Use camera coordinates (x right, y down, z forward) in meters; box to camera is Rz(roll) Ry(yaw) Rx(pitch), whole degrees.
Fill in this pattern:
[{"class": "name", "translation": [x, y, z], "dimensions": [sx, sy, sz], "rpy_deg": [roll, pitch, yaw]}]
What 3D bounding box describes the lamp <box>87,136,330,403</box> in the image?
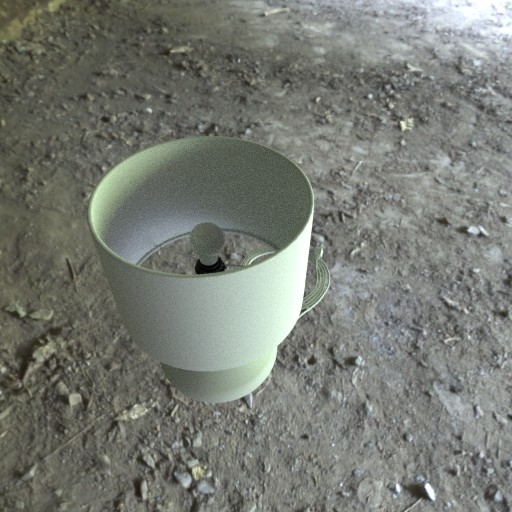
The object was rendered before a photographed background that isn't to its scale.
[{"class": "lamp", "translation": [0.000, 0.000, 0.841], "dimensions": [0.546, 0.457, 0.401], "rpy_deg": [-26, 51, -23]}]
